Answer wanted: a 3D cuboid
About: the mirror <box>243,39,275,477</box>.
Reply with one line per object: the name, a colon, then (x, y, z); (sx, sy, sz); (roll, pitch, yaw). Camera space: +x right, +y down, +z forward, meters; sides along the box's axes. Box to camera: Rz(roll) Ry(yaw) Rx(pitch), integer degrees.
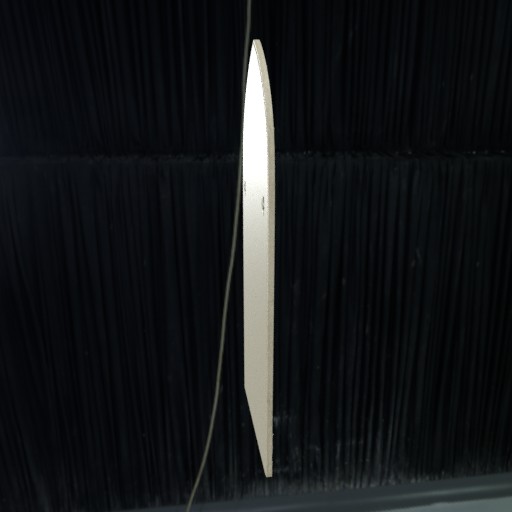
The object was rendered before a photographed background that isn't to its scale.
mirror: (0.000, 0.000, 1.319); (0.025, 1.175, 0.464); (-2, 16, -9)
